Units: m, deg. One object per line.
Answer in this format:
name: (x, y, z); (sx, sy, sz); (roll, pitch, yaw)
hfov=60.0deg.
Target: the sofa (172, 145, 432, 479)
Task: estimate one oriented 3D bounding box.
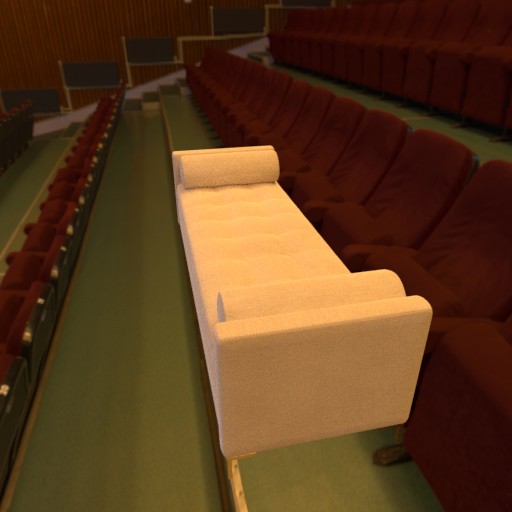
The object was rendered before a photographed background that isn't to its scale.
sofa: (0.000, 0.000, 2.288); (0.686, 0.635, 1.981); (-6, 29, -11)
